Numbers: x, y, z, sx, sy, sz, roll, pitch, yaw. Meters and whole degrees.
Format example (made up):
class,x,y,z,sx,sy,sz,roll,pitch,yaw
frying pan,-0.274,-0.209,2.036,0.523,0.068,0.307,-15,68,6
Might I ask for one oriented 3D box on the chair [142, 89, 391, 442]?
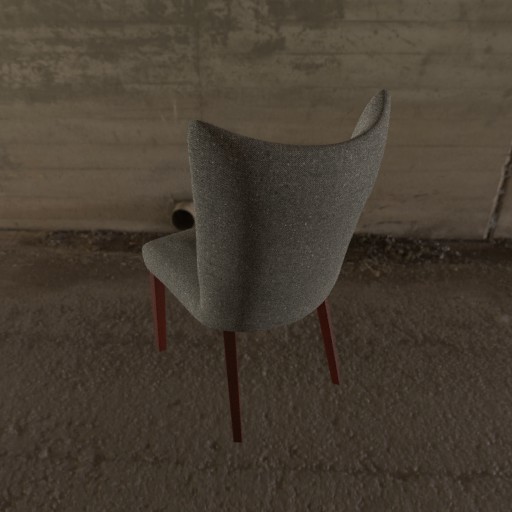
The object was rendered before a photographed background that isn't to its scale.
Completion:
class,x,y,z,sx,sy,sz,roll,pitch,yaw
chair,0.000,0.000,1.294,0.535,0.924,0.623,-19,36,-29
